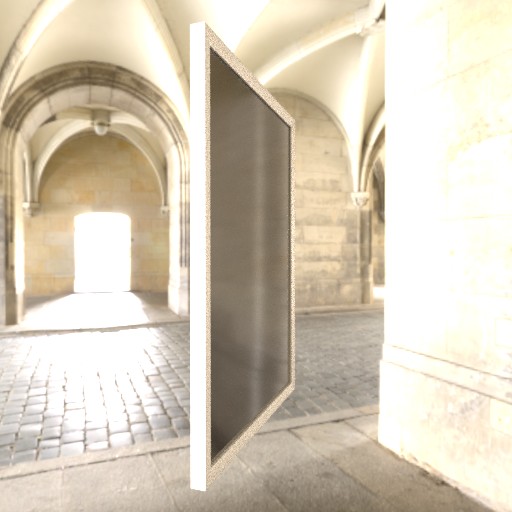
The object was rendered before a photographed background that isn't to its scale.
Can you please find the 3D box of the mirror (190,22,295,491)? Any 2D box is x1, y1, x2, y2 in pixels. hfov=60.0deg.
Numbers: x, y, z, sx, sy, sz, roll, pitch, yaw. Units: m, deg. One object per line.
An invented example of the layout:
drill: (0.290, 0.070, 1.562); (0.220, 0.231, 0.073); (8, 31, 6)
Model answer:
mirror: (0.000, 0.000, 1.325); (0.040, 1.016, 0.762); (0, 1, 20)
